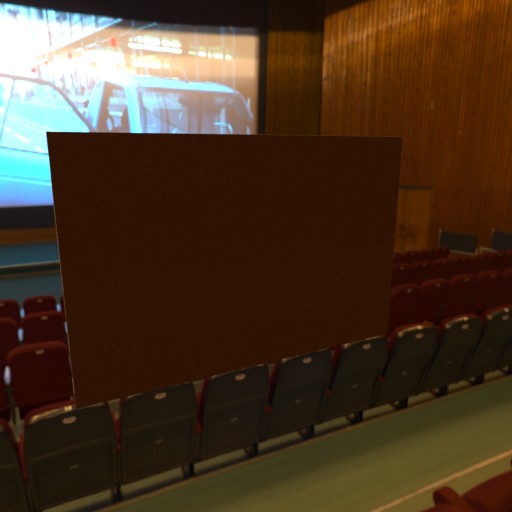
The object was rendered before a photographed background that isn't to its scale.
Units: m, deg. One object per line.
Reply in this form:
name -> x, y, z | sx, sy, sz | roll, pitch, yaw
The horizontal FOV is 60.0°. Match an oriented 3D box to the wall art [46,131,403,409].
wall art -> 0.000, 0.000, 1.155 | 0.932, 0.610, 0.027 | -7, 15, -26
